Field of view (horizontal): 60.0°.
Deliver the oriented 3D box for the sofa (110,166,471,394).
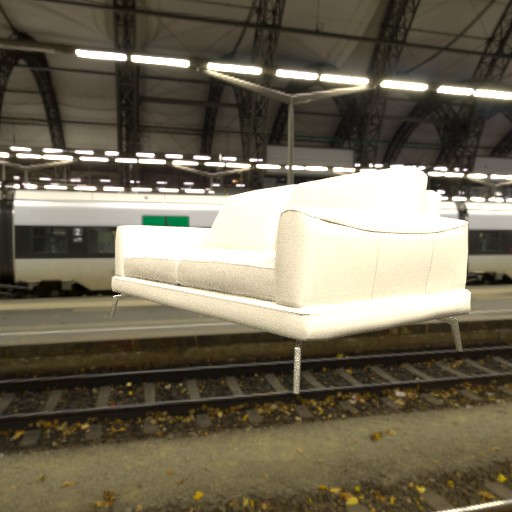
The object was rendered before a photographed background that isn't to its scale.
[{"bbox_3d":[0.000,0.000,2.685,1.121,0.930,2.177,-1,2,-35],"label":"sofa"}]
